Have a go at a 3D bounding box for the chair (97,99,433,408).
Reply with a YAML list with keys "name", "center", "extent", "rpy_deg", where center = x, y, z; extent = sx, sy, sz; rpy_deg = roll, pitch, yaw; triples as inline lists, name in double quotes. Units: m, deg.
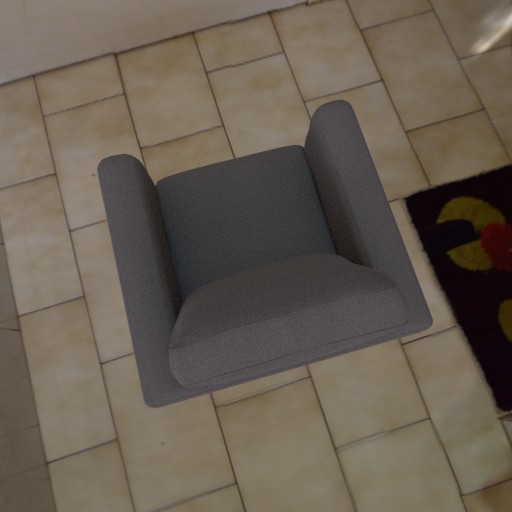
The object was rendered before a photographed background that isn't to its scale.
- name: "chair"
  center: [0.000, 0.000, 1.549]
  extent: [0.854, 0.927, 0.800]
  rpy_deg: [-15, 76, -4]
